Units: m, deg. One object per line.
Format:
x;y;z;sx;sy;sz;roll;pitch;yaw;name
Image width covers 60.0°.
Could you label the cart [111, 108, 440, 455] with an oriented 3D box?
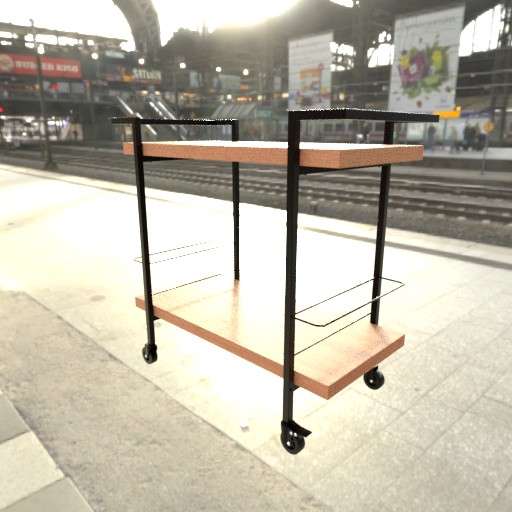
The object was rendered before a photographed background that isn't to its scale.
0.000;0.000;1.268;0.806;0.762;0.406;15;21;42;cart
